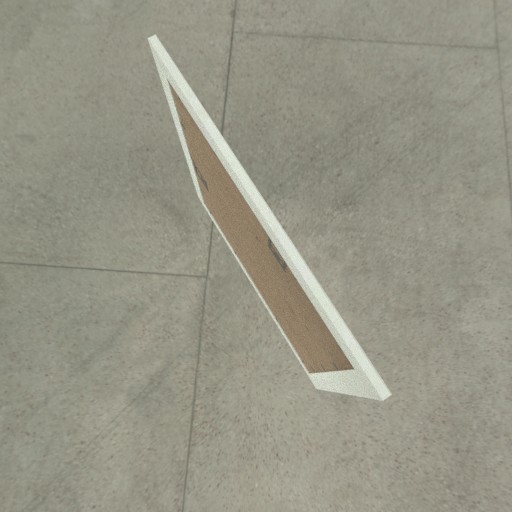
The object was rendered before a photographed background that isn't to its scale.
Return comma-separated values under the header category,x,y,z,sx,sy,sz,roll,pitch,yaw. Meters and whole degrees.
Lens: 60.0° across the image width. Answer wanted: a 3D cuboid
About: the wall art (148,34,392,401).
category,x,y,z,sx,sy,sz,roll,pitch,yaw
wall art,0.000,0.000,0.860,0.013,0.584,0.584,-30,77,-8
